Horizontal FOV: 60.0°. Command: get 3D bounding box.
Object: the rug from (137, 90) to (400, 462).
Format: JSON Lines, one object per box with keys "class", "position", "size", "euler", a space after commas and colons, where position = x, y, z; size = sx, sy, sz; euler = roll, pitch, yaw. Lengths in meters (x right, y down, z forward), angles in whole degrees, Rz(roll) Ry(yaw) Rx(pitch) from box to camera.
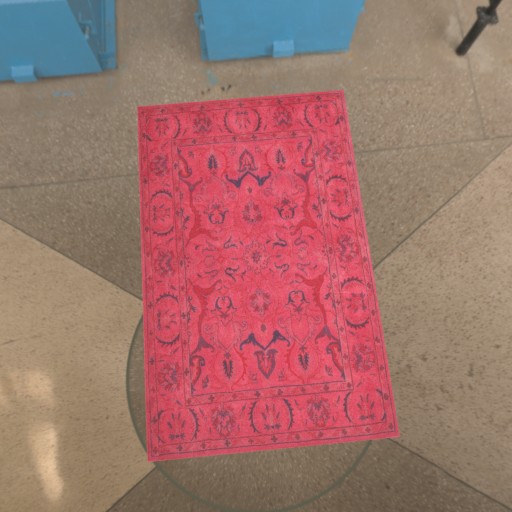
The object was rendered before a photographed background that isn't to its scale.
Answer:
{"class": "rug", "position": [0.000, 0.000, 2.980], "size": [1.534, 0.010, 2.423], "euler": [-5, 76, -1]}
